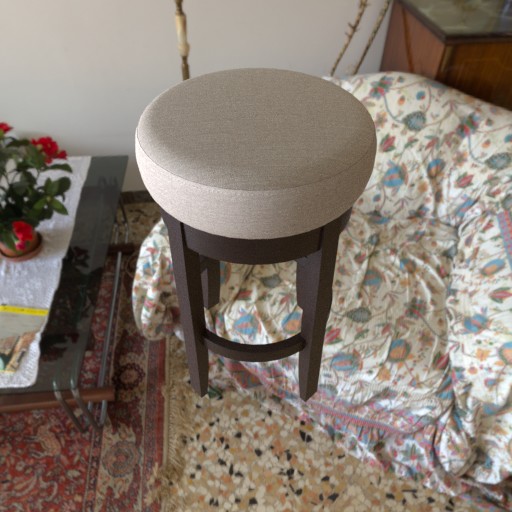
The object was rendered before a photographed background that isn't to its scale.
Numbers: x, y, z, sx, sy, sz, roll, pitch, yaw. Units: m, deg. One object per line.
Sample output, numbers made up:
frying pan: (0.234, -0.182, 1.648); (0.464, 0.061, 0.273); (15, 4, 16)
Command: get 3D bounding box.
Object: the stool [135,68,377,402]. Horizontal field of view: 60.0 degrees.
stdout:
stool: (0.000, 0.000, 1.047); (0.443, 0.757, 0.443); (0, 45, 0)
